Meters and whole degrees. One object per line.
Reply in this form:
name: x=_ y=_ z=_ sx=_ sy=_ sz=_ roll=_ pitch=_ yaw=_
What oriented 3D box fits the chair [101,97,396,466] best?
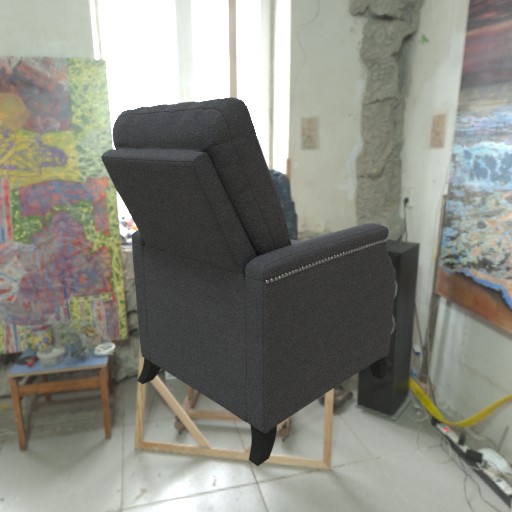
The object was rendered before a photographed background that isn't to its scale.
chair: x=0.000 y=0.000 z=1.650 sx=0.922 sy=1.049 sz=0.710 roll=-14 pitch=20 yaw=-43
